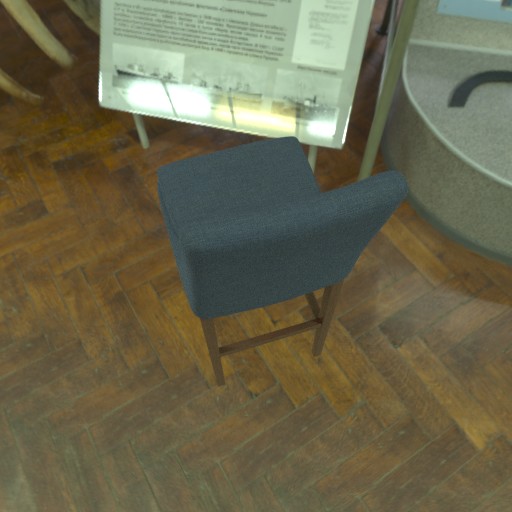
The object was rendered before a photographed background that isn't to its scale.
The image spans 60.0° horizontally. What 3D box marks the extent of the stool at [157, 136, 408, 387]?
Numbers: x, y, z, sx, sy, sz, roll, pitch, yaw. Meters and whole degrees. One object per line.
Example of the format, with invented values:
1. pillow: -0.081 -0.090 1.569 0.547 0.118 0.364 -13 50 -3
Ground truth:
1. stool: 0.000 0.000 1.331 0.470 1.078 0.577 -15 59 -9
